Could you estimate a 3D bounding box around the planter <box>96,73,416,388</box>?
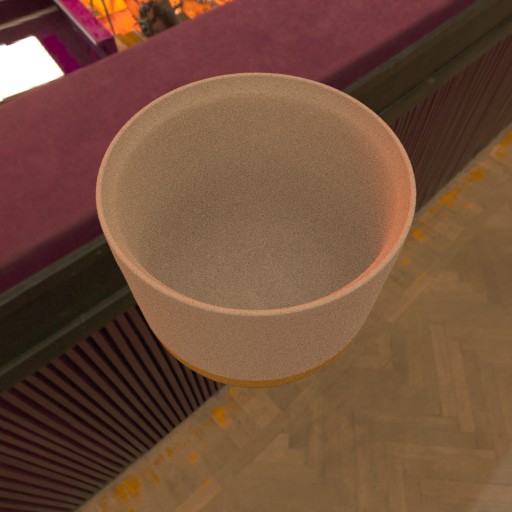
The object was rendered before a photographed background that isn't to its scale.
[{"bbox_3d":[0.000,0.000,0.487,0.268,0.270,0.268,0,58,0],"label":"planter"}]
